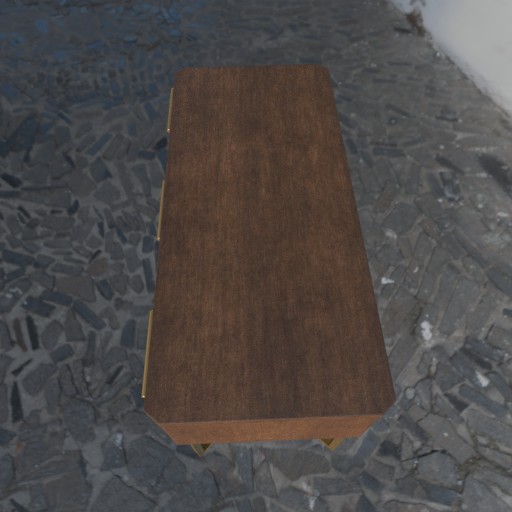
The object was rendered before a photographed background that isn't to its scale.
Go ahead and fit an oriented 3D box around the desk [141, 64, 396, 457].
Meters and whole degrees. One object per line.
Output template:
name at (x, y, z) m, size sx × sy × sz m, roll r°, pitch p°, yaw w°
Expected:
desk at (0.000, 0.000, 1.857) m, size 0.684 × 0.762 × 1.479 m, roll -2°, pitch 58°, yaw -1°
